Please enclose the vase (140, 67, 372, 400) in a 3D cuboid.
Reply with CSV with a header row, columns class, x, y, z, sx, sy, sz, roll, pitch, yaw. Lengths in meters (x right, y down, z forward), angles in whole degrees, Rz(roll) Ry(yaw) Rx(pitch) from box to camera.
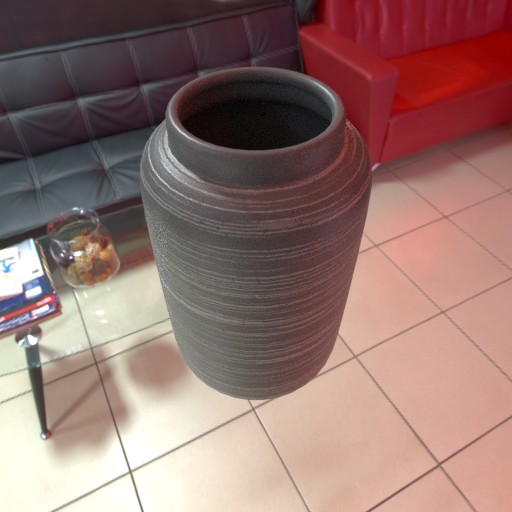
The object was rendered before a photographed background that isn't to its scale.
class,x,y,z,sx,sy,sz,roll,pitch,yaw
vase,0.000,0.000,0.680,0.297,0.499,0.297,0,47,0
